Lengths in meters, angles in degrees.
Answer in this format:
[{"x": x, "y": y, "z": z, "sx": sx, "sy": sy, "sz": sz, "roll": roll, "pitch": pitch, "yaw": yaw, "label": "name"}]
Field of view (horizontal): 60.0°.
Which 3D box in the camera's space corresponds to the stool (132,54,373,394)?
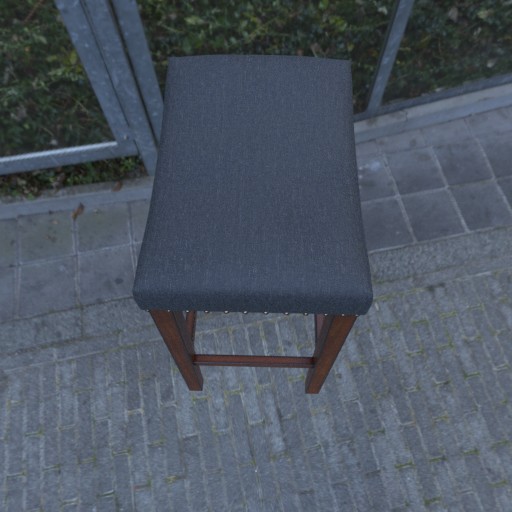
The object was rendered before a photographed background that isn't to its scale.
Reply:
[{"x": 0.000, "y": 0.000, "z": 1.036, "sx": 0.366, "sy": 0.748, "sz": 0.502, "roll": 1, "pitch": 64, "yaw": 1, "label": "stool"}]
